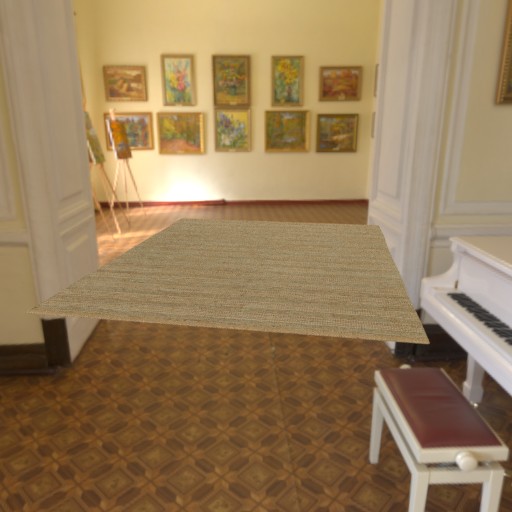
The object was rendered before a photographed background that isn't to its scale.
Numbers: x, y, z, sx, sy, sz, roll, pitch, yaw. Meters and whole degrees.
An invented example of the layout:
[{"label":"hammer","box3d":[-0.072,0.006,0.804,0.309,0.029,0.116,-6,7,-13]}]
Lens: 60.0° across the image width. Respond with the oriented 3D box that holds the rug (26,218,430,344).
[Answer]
[{"label":"rug","box3d":[0.000,0.000,4.063,2.471,0.012,3.034,3,17,9]}]
